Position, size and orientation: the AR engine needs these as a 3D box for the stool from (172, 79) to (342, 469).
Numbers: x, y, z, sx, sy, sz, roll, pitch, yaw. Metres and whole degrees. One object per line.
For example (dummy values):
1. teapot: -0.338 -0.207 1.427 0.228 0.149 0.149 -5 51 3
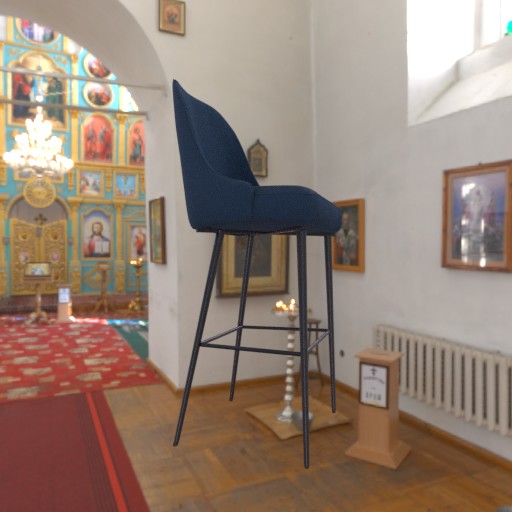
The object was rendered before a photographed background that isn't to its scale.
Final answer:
1. stool: 0.000 0.000 1.394 0.489 1.079 0.527 0 0 19
